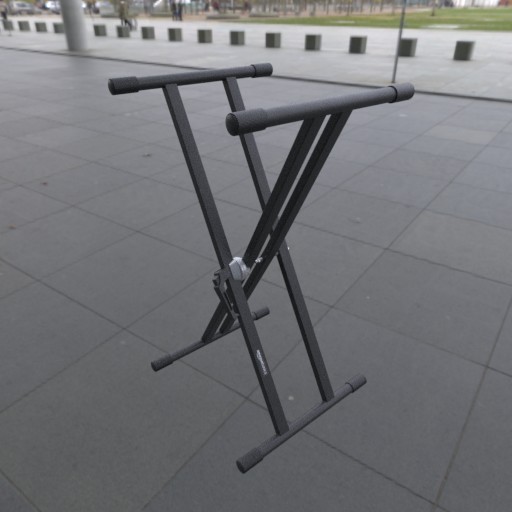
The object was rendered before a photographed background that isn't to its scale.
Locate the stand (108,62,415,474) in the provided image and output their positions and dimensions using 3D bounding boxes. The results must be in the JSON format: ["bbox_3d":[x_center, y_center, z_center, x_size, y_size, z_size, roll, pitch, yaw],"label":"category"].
[{"bbox_3d":[0.000,0.000,1.211,0.495,0.900,0.503,-22,37,-33],"label":"stand"}]
